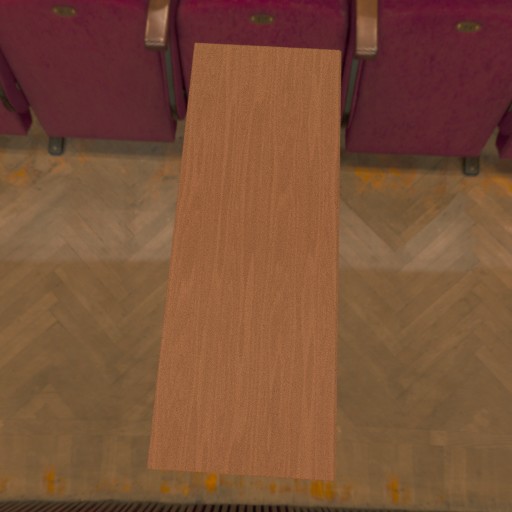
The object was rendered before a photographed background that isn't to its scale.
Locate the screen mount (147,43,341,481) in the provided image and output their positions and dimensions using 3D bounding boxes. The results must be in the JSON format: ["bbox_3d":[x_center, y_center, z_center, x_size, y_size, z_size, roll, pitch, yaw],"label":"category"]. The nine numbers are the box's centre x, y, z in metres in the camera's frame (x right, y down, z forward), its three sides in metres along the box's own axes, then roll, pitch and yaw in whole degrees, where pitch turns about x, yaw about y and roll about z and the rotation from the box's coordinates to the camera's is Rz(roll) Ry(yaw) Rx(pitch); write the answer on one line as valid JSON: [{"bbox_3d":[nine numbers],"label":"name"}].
[{"bbox_3d":[0.000,0.000,1.293,0.406,0.432,1.084,3,75,1],"label":"screen mount"}]
